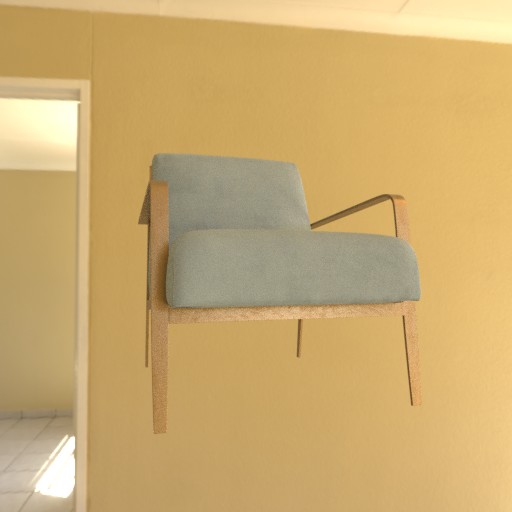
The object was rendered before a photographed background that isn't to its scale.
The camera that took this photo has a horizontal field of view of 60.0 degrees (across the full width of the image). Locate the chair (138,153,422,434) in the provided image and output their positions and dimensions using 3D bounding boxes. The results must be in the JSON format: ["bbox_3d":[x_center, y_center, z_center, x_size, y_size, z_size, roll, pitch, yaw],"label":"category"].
[{"bbox_3d":[0.000,0.000,1.417,0.701,0.824,0.842,1,-2,-17],"label":"chair"}]
